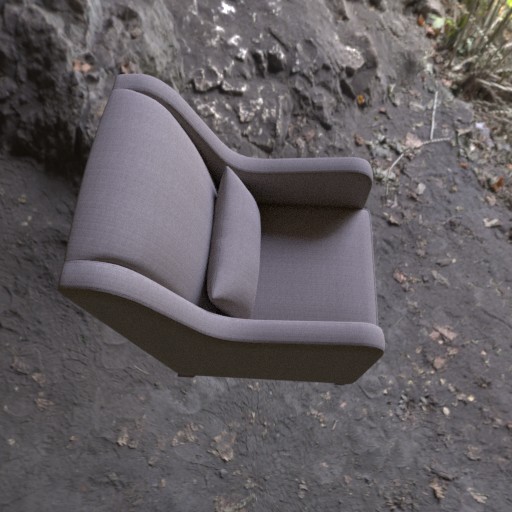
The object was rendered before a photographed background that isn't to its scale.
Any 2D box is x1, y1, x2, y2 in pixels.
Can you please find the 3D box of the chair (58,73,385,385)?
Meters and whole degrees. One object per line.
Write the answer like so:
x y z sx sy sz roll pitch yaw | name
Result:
0.000 0.000 1.582 0.890 1.017 0.715 3 64 2 | chair
